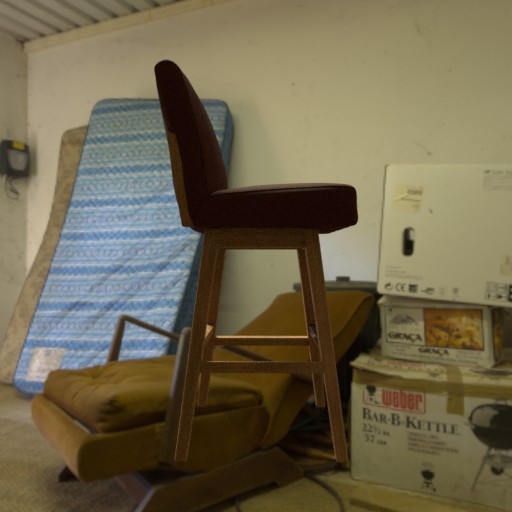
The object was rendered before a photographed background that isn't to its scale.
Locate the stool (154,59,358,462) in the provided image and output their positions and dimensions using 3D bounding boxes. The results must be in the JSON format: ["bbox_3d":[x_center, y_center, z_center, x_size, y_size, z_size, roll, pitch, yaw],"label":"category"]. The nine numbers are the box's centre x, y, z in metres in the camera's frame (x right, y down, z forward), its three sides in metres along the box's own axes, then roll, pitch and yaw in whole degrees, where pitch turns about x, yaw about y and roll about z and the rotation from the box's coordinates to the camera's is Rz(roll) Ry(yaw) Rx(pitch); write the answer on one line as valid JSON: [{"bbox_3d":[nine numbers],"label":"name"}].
[{"bbox_3d":[0.000,0.000,1.404,0.562,1.093,0.468,0,0,1],"label":"stool"}]
